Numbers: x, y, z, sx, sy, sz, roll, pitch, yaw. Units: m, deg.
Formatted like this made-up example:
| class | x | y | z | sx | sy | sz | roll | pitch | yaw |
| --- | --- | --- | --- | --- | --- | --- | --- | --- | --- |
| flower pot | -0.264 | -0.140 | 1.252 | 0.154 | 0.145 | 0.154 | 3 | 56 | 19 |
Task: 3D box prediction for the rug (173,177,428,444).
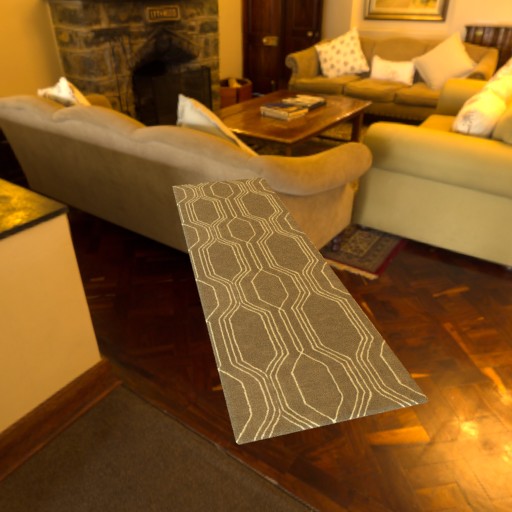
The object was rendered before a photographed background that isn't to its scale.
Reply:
| class | x | y | z | sx | sy | sz | roll | pitch | yaw |
| --- | --- | --- | --- | --- | --- | --- | --- | --- | --- |
| rug | 0.000 | 0.000 | 2.678 | 0.773 | 0.012 | 2.464 | -8 | 32 | -12 |
